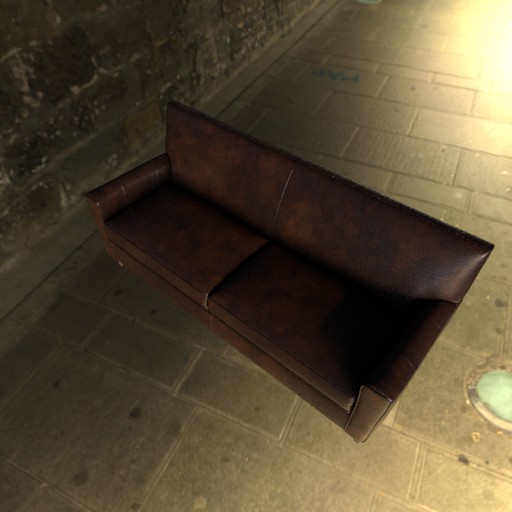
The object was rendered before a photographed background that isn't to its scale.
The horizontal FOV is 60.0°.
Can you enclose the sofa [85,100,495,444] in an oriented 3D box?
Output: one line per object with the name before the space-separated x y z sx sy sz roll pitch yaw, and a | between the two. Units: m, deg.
sofa | 0.000 0.000 2.418 1.995 0.871 0.786 31 54 27
